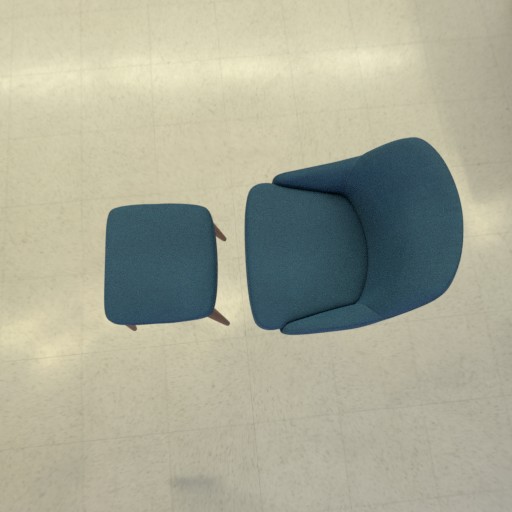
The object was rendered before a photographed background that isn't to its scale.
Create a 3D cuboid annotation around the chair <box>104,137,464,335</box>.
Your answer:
[{"bbox_3d":[0.000,0.000,1.602,1.114,0.866,0.584,-3,76,-1],"label":"chair"}]
